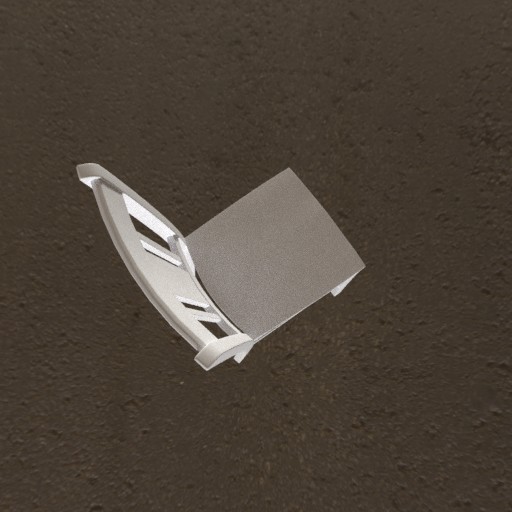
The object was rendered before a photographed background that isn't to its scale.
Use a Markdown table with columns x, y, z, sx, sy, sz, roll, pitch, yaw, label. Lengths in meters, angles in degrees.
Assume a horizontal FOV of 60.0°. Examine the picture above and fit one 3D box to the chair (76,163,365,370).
| x | y | z | sx | sy | sz | roll | pitch | yaw | label |
| --- | --- | --- | --- | --- | --- | --- | --- | --- | --- |
| 0.000 | 0.000 | 1.298 | 0.555 | 0.998 | 0.450 | -34 | 78 | -8 | chair |
